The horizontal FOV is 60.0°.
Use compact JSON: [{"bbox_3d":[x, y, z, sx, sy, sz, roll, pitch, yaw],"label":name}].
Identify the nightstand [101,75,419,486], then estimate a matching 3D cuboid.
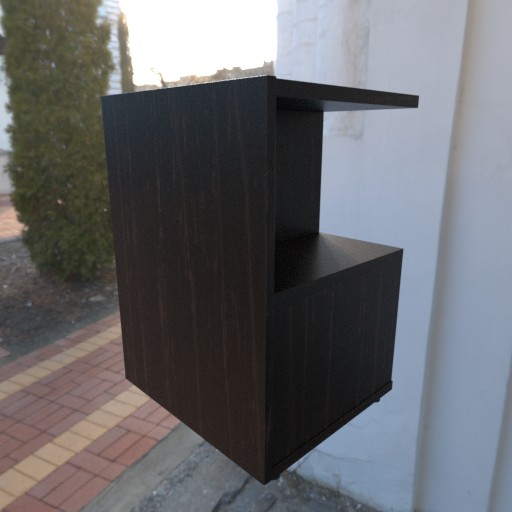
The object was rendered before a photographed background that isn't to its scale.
[{"bbox_3d":[0.000,0.000,0.816,0.356,0.559,0.400,-15,21,-42],"label":"nightstand"}]
